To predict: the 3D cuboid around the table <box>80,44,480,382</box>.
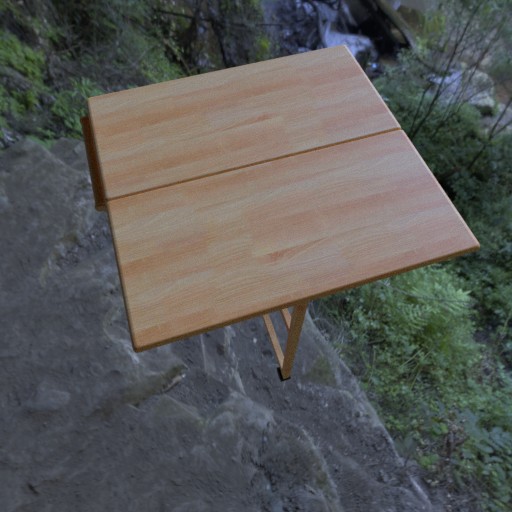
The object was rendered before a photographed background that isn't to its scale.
[{"bbox_3d":[0.000,0.000,1.373,0.752,0.832,0.693,-16,61,-9],"label":"table"}]
